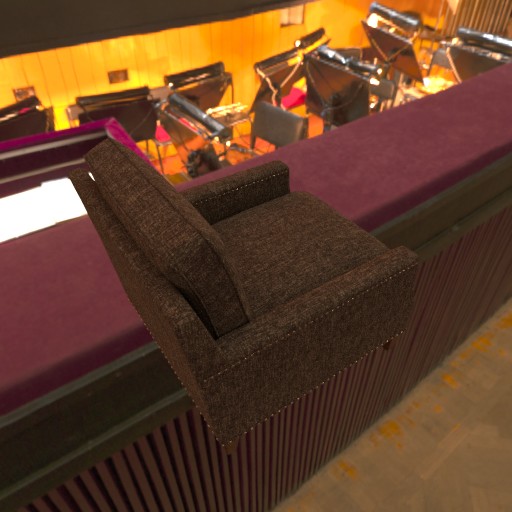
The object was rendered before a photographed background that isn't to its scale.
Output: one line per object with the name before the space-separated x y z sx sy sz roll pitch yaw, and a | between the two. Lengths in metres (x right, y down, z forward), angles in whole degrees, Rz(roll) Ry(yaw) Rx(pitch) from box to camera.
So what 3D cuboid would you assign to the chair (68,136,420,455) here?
chair | 0.000 0.000 1.699 1.014 0.943 0.853 -24 46 -25
